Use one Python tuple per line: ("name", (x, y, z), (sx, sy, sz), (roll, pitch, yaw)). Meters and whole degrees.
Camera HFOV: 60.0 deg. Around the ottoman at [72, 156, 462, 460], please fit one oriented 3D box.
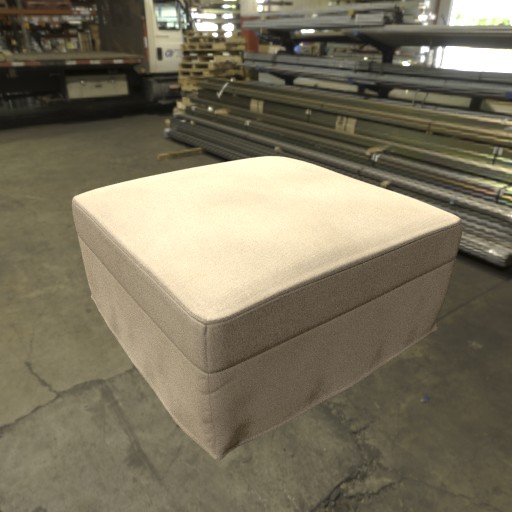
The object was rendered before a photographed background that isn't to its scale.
("ottoman", (0.000, 0.000, 1.351), (0.843, 0.441, 0.842), (-19, 33, -31))
